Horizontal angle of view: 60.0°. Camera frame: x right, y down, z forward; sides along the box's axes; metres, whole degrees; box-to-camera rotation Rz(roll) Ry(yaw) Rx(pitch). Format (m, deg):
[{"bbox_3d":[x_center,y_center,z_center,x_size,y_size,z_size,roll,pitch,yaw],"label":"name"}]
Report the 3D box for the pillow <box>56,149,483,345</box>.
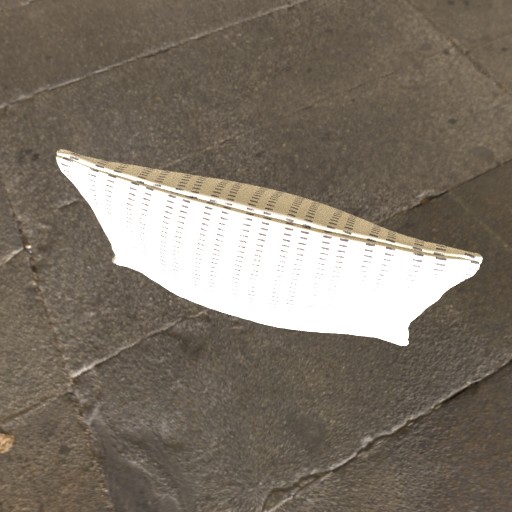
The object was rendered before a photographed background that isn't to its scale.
[{"bbox_3d":[0.000,0.000,0.782,0.640,0.353,0.210,15,63,8],"label":"pillow"}]
